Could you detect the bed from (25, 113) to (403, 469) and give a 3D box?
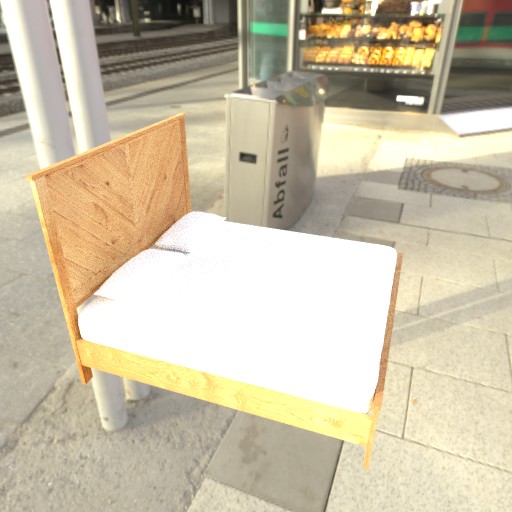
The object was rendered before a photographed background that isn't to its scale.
[{"bbox_3d":[0.000,0.000,3.500,2.201,1.686,1.936,10,31,17],"label":"bed"}]
